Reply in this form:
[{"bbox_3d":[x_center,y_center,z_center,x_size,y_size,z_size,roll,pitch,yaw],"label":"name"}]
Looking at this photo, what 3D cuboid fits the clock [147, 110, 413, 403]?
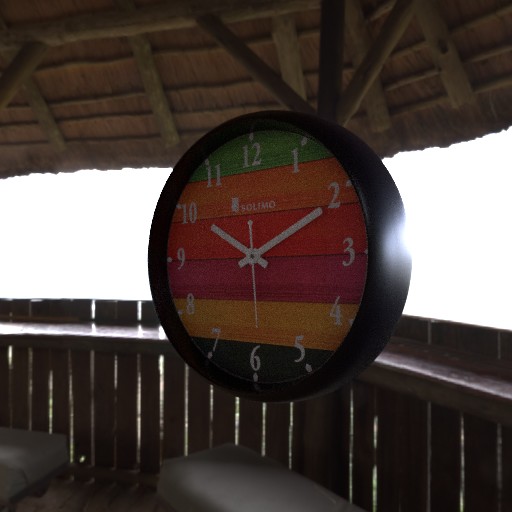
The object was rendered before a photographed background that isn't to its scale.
[{"bbox_3d":[0.000,0.000,0.452,0.300,0.300,0.060,-1,-2,36],"label":"clock"}]
